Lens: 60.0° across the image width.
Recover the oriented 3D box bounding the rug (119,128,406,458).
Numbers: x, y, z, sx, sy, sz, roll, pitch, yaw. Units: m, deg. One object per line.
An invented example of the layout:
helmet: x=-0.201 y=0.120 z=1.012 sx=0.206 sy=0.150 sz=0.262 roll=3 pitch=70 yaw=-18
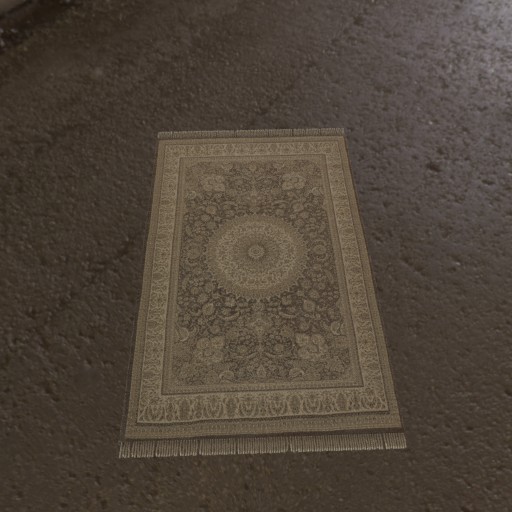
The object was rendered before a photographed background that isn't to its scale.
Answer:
rug: x=0.000 y=0.000 z=2.965 sx=1.528 sy=0.010 sz=2.440 roll=-2 pitch=58 yaw=-1
